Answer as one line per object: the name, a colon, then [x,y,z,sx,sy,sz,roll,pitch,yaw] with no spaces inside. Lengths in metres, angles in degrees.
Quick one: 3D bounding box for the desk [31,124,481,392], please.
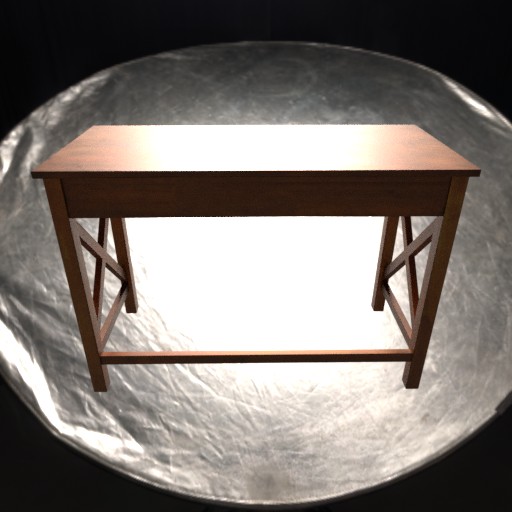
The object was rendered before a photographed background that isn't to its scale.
desk: [0.000,0.000,1.503,1.117,0.762,0.508,0,29,-1]
